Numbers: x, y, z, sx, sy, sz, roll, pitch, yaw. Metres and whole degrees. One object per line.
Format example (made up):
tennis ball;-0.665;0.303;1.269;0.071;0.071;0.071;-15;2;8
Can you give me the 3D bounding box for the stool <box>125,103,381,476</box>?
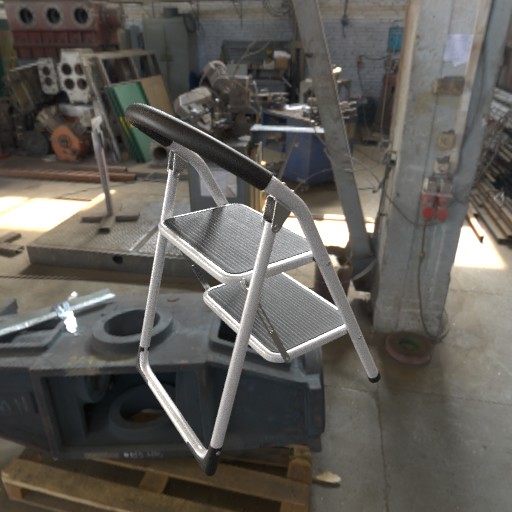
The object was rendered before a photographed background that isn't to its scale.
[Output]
stool;0.000;0.000;1.106;0.559;0.760;0.453;-17;31;-30
